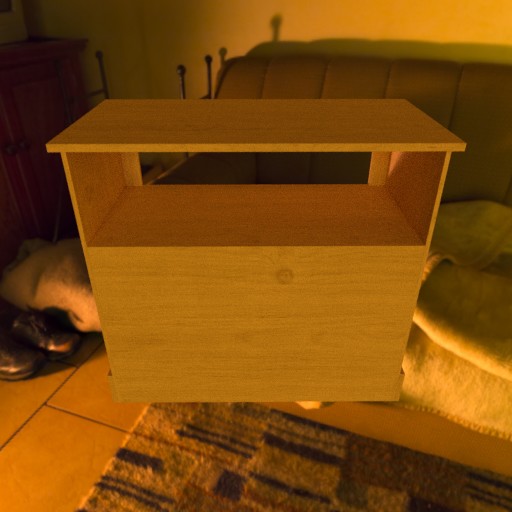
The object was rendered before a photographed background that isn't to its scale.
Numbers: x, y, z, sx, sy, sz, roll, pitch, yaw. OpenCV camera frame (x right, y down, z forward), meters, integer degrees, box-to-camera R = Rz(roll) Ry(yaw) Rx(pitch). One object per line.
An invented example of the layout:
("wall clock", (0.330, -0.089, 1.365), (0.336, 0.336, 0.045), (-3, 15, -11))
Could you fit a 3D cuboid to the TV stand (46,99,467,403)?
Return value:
("TV stand", (0.000, 0.000, 1.282), (0.851, 0.787, 0.430), (0, 31, 0))
